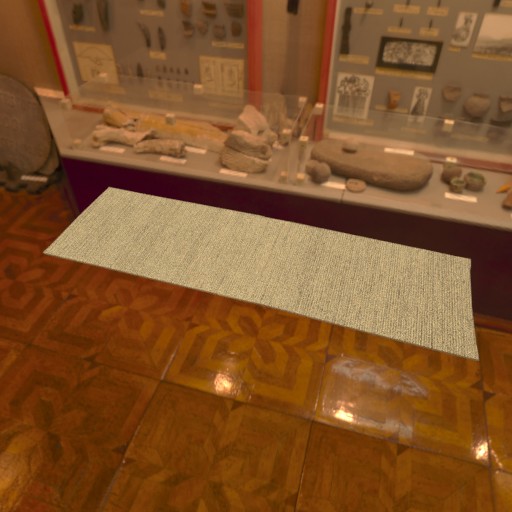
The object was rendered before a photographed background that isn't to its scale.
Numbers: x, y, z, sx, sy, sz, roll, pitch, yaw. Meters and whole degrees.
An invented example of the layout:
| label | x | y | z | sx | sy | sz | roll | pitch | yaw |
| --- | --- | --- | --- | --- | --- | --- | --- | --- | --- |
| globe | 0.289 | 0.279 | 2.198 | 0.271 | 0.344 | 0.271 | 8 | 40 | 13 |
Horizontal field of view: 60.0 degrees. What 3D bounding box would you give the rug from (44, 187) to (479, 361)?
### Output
| label | x | y | z | sx | sy | sz | roll | pitch | yaw |
| --- | --- | --- | --- | --- | --- | --- | --- | --- | --- |
| rug | 0.000 | 0.000 | 2.484 | 2.320 | 0.032 | 0.692 | 12 | 44 | 13 |
